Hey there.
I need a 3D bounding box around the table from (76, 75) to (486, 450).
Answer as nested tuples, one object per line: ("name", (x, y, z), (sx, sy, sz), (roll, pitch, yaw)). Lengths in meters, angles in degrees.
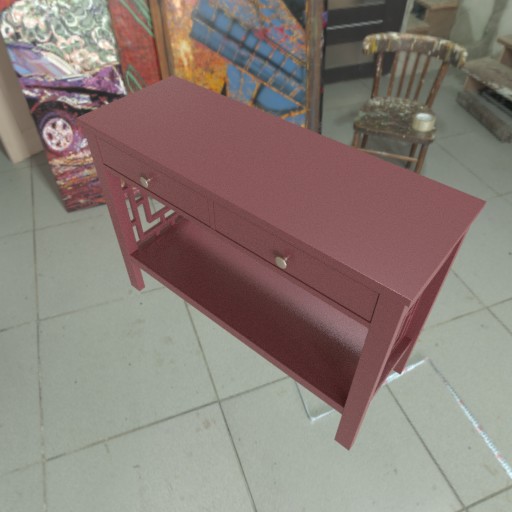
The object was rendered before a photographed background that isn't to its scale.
("table", (0.000, 0.000, 1.433), (1.068, 0.753, 0.397), (31, 53, 27))
